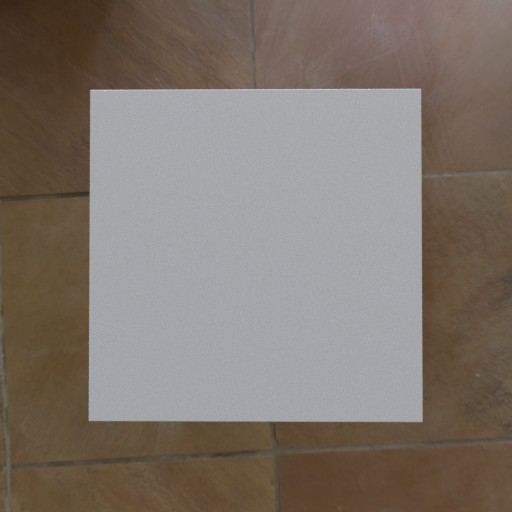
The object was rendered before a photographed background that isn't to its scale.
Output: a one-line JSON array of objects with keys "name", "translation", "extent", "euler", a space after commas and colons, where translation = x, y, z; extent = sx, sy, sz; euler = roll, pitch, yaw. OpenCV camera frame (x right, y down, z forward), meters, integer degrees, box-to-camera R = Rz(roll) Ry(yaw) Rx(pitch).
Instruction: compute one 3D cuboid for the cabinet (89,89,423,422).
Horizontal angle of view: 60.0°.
[{"name": "cabinet", "translation": [0.000, 0.000, 1.295], "extent": [0.800, 0.460, 0.800], "euler": [0, 89, 1]}]
